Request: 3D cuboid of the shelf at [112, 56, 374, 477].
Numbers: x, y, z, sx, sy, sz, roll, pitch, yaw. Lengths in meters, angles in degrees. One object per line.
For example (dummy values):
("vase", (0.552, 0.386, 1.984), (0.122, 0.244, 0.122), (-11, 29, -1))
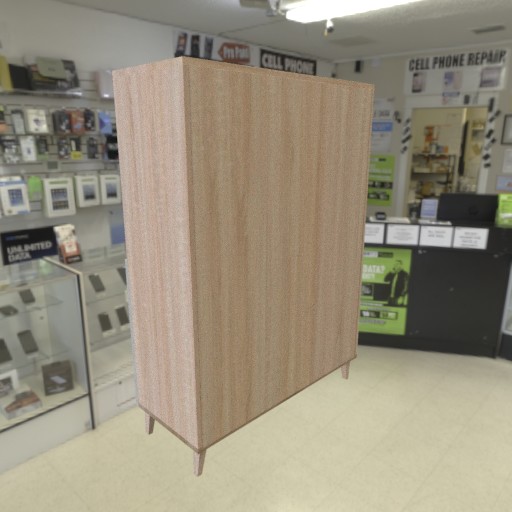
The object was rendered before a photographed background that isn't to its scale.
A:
("shelf", (0.000, 0.000, 1.879), (0.995, 1.405, 0.434), (-15, 21, -43))
